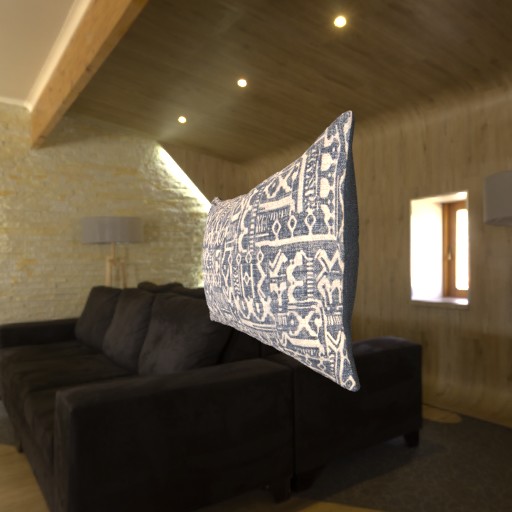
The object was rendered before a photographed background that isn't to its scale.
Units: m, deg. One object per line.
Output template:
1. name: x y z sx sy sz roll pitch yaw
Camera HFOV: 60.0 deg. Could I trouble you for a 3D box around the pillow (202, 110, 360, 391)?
1. pillow: 0.000 0.000 0.750 0.148 0.292 0.631 0 -1 -19
